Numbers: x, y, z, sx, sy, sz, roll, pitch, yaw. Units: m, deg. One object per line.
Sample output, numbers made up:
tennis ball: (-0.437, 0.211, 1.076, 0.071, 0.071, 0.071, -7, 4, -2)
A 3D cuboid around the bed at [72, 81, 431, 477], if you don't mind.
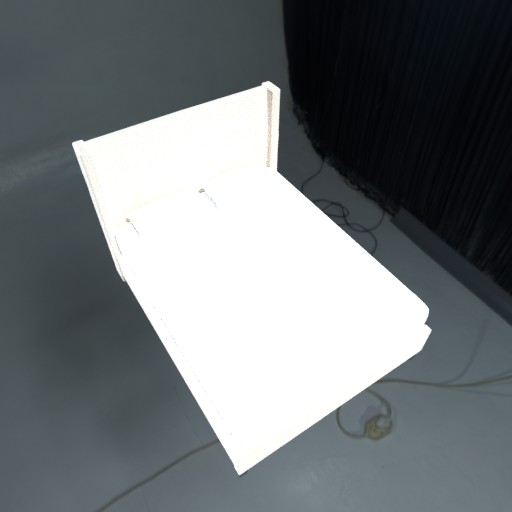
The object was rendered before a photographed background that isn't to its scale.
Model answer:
bed: (0.000, 0.000, 3.513, 1.778, 1.471, 2.293, -26, 53, -22)
